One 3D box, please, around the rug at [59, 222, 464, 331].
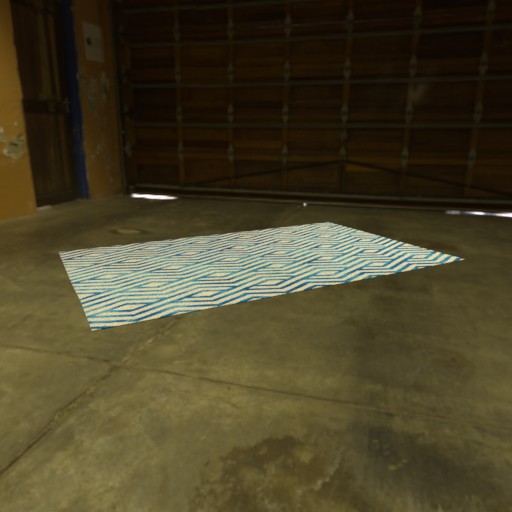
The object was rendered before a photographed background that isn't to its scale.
[{"bbox_3d":[0.000,0.000,3.133,2.439,0.008,1.531,-8,17,-27],"label":"rug"}]
